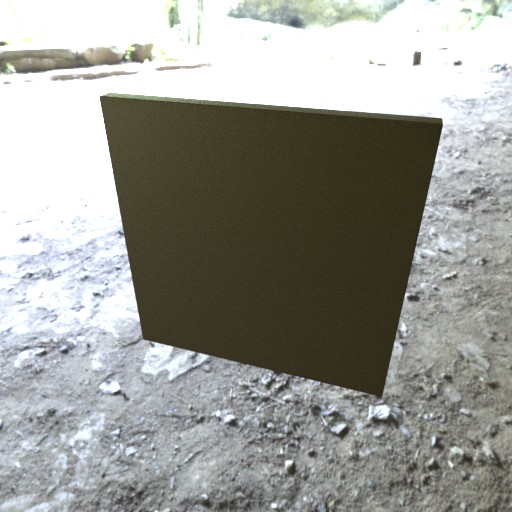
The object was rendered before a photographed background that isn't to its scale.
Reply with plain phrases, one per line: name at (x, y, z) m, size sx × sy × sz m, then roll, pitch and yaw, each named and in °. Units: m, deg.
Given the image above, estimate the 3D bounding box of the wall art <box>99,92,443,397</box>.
wall art at (0.000, 0.000, 0.768) m, size 0.503 × 0.506 × 0.031 m, roll 10°, pitch 34°, yaw 15°
